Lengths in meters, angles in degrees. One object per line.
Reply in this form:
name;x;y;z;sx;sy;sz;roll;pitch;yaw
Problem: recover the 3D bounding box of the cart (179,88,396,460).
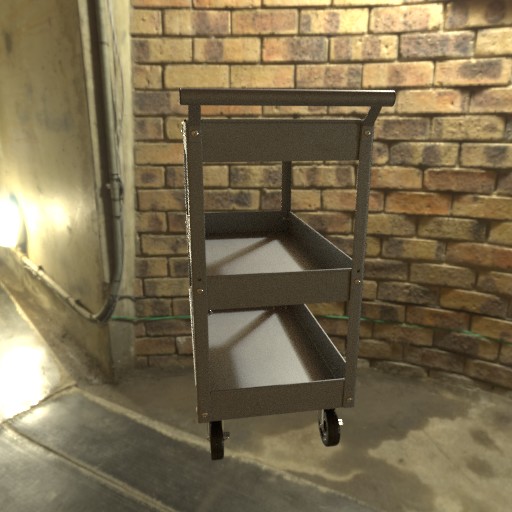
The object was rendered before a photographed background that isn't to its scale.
cart;0.000;0.000;1.175;0.366;0.780;0.719;-3;17;-9
